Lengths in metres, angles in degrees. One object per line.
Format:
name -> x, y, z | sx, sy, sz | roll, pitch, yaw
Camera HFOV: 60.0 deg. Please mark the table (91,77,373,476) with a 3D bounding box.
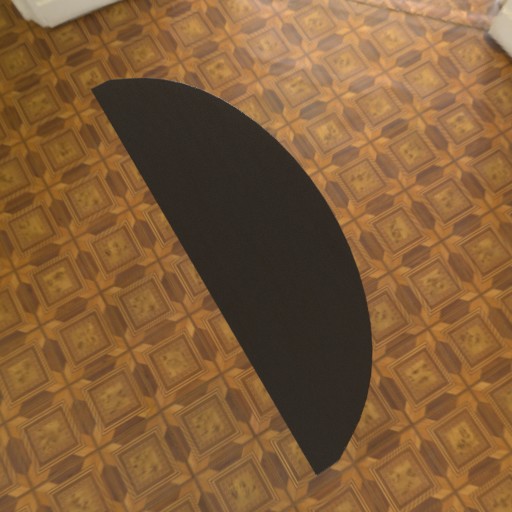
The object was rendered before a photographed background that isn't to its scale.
table -> 0.000, 0.000, 1.513 | 0.394, 0.692, 1.198 | -30, 78, -7
